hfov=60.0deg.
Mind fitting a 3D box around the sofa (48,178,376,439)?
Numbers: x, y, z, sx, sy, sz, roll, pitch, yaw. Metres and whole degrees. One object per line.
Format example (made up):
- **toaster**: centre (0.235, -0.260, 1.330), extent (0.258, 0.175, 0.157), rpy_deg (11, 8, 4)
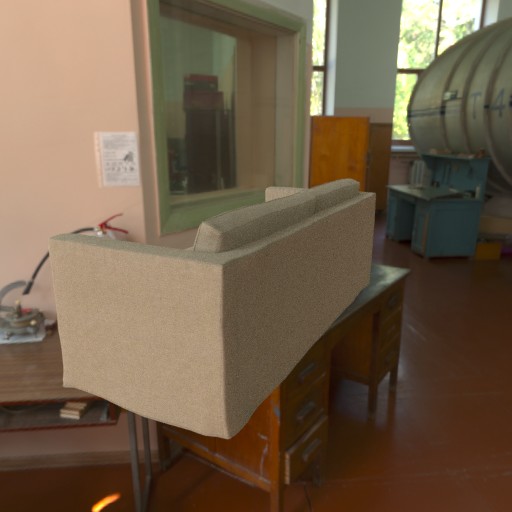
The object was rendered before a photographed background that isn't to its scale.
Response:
- **sofa**: centre (0.000, 0.000, 2.774), extent (0.956, 0.847, 2.296), rpy_deg (8, 17, 27)
